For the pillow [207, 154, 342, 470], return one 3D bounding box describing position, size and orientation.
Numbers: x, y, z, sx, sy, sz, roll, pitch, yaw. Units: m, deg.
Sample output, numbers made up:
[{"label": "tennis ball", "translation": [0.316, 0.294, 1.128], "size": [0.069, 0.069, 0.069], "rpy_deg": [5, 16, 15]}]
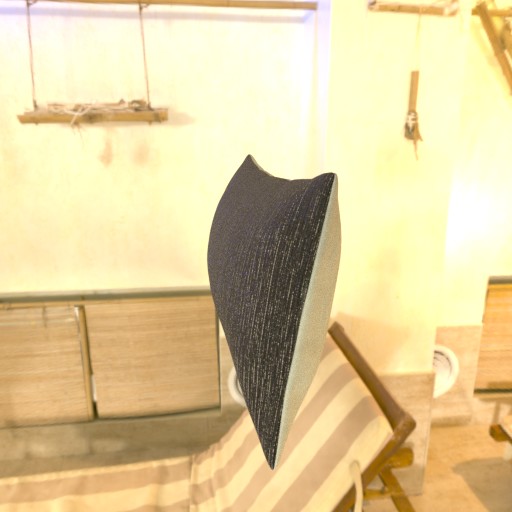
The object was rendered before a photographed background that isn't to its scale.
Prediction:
[{"label": "pillow", "translation": [0.000, 0.000, 0.717], "size": [0.156, 0.305, 0.608], "rpy_deg": [-2, 15, -8]}]
